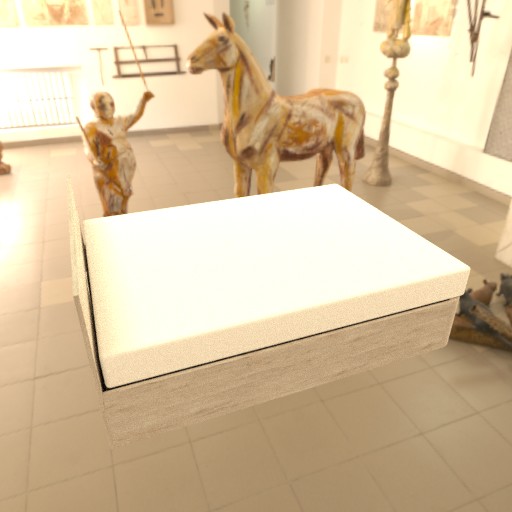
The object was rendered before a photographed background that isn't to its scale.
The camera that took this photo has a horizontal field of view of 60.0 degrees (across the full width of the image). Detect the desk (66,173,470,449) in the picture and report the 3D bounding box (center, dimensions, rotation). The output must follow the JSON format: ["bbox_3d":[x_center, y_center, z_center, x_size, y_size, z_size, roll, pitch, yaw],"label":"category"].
[{"bbox_3d":[0.000,0.000,2.590,1.900,0.800,1.400,-11,31,-19],"label":"desk"}]
